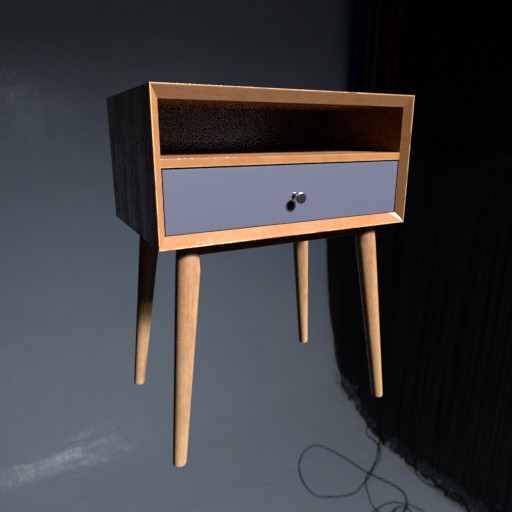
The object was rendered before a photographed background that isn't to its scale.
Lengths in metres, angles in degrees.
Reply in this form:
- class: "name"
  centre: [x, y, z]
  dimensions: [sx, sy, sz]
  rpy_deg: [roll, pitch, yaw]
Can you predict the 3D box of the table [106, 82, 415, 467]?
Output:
- class: "table"
  centre: [0.000, 0.000, 0.855]
  dimensions: [0.454, 0.580, 0.307]
  rpy_deg: [-8, 17, -27]
